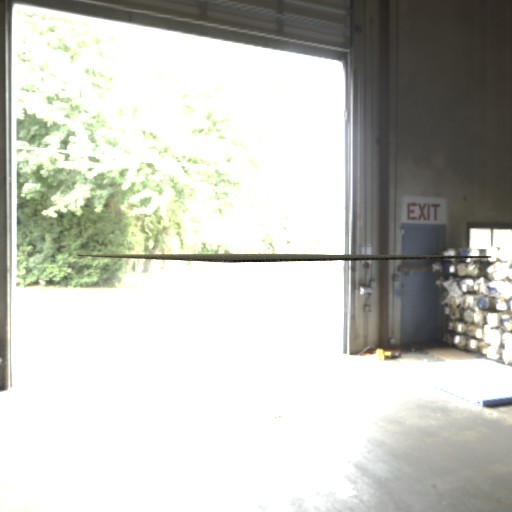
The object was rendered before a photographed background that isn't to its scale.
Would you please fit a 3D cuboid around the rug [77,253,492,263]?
[{"bbox_3d":[0.000,0.000,3.879,2.315,0.015,2.932,-1,1,-35],"label":"rug"}]
